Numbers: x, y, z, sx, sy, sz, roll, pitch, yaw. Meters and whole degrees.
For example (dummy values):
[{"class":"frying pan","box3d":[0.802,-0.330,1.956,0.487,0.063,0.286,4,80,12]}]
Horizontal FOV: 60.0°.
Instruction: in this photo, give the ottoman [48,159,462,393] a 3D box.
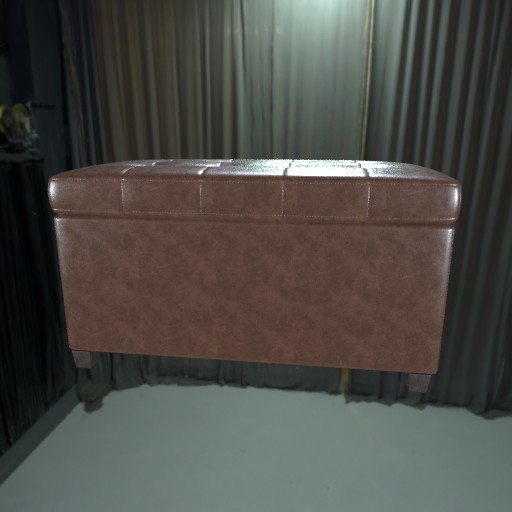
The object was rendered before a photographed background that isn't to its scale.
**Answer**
[{"class":"ottoman","box3d":[0.000,0.000,1.126,0.838,0.470,0.432,2,15,8]}]
